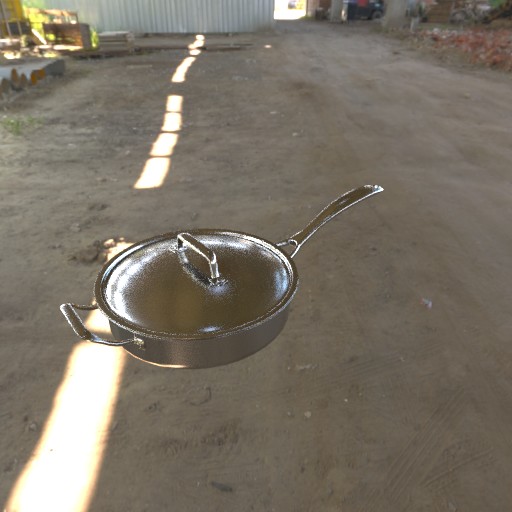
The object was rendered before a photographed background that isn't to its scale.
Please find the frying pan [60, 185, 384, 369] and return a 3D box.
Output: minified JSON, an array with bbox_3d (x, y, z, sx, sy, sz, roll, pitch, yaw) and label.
[{"bbox_3d":[0.000,0.000,0.677,0.561,0.114,0.280,-21,36,-32],"label":"frying pan"}]
